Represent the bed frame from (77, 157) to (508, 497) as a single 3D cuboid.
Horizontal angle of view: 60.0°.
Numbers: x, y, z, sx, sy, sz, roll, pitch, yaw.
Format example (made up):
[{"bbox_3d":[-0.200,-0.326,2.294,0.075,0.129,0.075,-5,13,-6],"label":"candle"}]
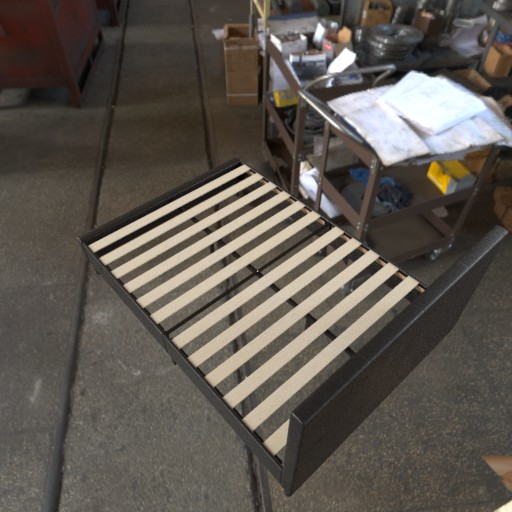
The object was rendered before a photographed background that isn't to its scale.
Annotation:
[{"bbox_3d":[0.000,0.000,2.800,1.469,1.046,2.152,-33,55,-27],"label":"bed frame"}]
